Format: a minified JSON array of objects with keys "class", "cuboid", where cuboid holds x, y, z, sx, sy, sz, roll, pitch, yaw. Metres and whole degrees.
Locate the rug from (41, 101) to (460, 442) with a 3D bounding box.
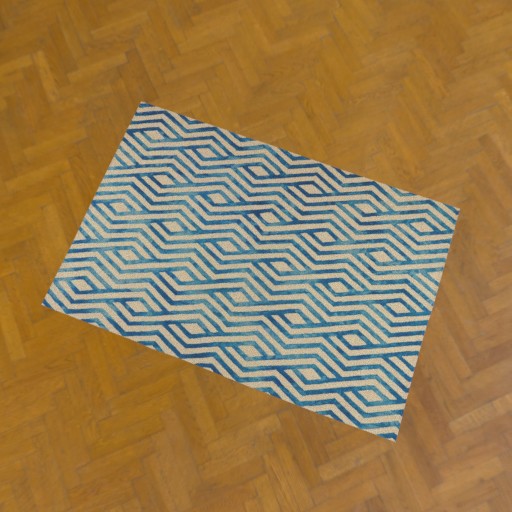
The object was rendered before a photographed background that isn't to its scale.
[{"class":"rug","cuboid":[0.000,0.000,2.267,1.830,0.008,1.225,20,77,5]}]
